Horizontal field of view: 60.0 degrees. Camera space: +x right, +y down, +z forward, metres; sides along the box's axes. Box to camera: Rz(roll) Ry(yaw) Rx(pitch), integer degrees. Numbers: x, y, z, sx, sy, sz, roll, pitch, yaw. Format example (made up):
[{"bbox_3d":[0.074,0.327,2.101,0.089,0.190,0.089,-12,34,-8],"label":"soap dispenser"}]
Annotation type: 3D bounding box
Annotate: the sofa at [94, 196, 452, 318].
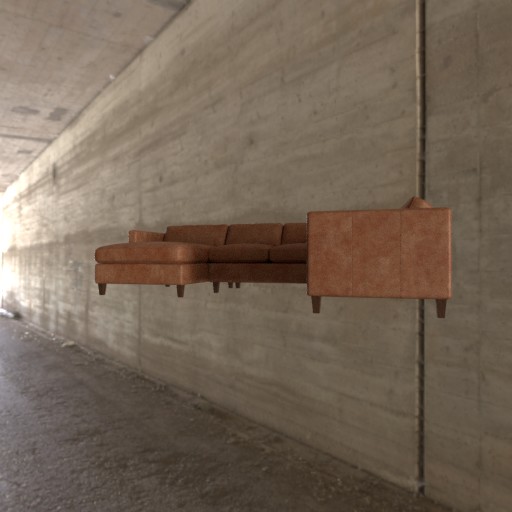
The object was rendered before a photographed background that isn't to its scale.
[{"bbox_3d":[0.000,0.000,4.516,3.401,0.832,2.430,0,0,17],"label":"sofa"}]
